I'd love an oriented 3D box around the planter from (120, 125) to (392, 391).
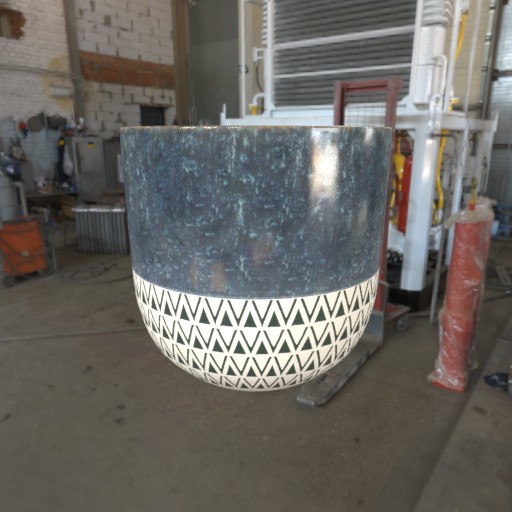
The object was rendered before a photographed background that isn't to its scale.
[{"bbox_3d":[0.000,0.000,0.486,0.266,0.270,0.266,0,15,0],"label":"planter"}]
